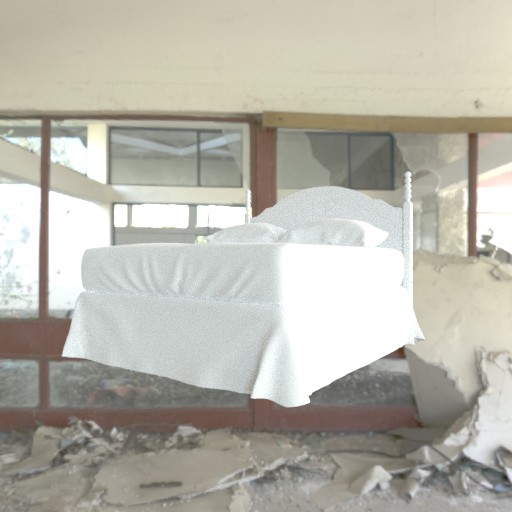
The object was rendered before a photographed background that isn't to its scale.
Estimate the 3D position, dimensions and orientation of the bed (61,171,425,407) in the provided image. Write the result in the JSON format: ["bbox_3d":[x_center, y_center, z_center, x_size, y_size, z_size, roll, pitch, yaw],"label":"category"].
[{"bbox_3d":[0.000,0.000,3.212,1.873,1.356,2.040,0,0,36],"label":"bed"}]
